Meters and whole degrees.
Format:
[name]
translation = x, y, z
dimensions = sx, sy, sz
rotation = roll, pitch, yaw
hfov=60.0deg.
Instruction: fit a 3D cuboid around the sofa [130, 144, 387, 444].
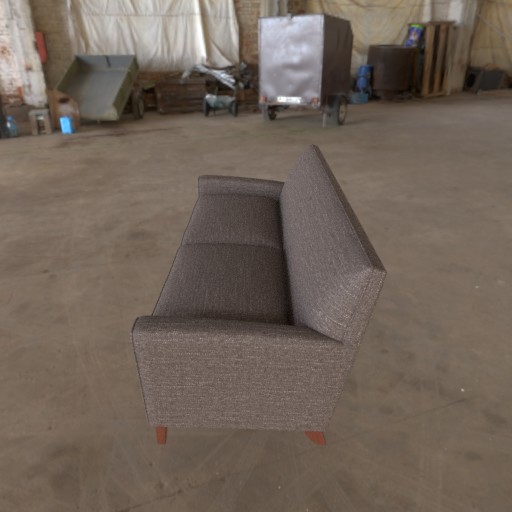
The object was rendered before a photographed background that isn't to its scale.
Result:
[sofa]
translation = 0.000, 0.000, 2.479
dimensions = 0.875, 0.846, 1.976
rotation = 0, 26, 0
